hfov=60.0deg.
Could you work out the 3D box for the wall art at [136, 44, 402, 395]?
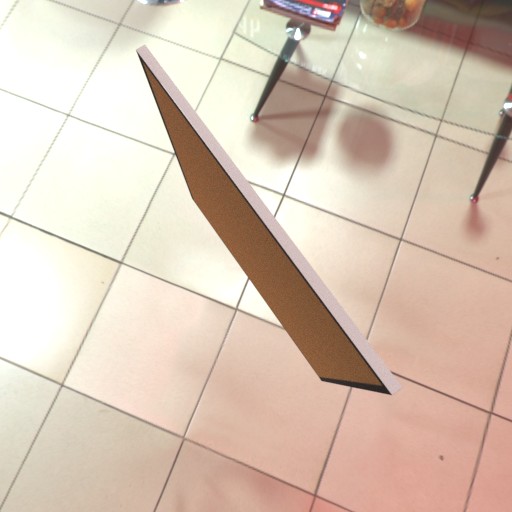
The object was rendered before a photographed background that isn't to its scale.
[{"bbox_3d":[0.000,0.000,1.194,0.022,0.803,0.805,-34,78,-8],"label":"wall art"}]
